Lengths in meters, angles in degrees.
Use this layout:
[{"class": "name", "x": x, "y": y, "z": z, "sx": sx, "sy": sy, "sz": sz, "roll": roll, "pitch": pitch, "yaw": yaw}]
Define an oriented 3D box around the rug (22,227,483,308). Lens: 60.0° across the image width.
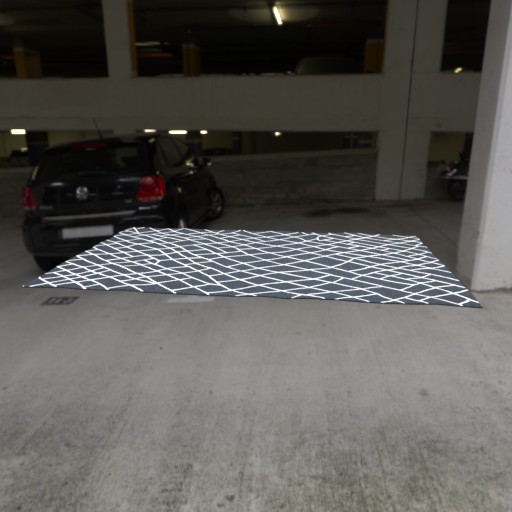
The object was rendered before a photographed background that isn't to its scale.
[{"class": "rug", "x": 0.000, "y": 0.000, "z": 3.053, "sx": 2.448, "sy": 0.017, "sz": 1.529, "roll": 2, "pitch": 16, "yaw": 7}]
